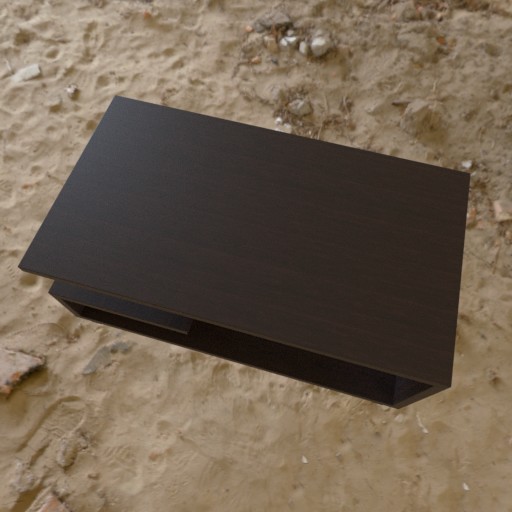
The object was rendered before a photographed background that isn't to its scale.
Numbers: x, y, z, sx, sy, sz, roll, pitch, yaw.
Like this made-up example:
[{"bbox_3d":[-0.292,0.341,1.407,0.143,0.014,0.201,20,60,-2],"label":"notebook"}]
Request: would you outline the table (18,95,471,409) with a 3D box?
[{"bbox_3d":[0.000,0.000,1.354,1.050,0.460,0.590,14,65,7],"label":"table"}]
